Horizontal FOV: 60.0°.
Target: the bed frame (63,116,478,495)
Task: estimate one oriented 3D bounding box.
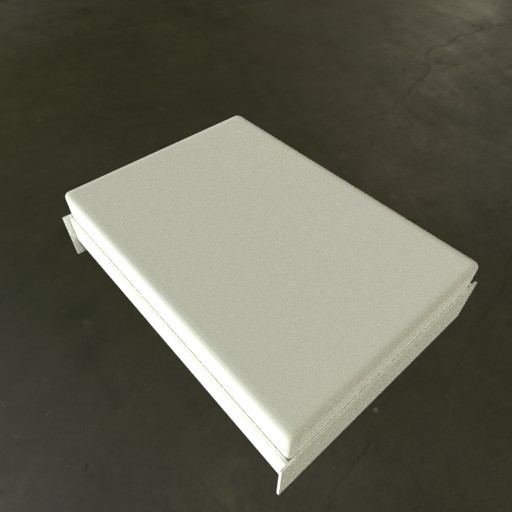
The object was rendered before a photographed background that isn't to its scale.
[{"bbox_3d":[0.000,0.000,2.594,1.445,0.497,1.945,-33,56,-26],"label":"bed frame"}]
